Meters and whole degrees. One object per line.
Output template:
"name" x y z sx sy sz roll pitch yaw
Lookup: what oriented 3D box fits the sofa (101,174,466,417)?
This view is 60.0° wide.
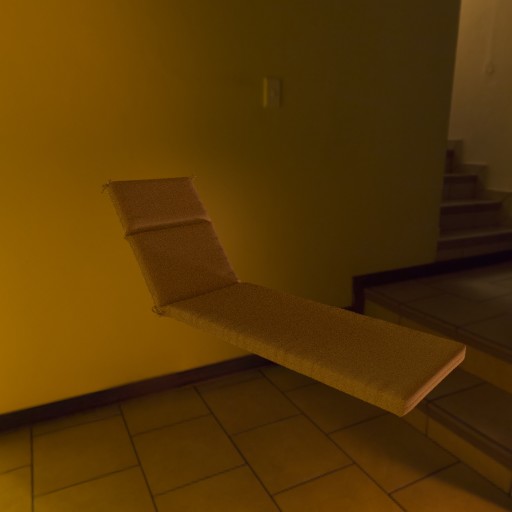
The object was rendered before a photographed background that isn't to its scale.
"sofa" 0.000 0.000 1.942 1.663 0.622 0.582 13 19 42
